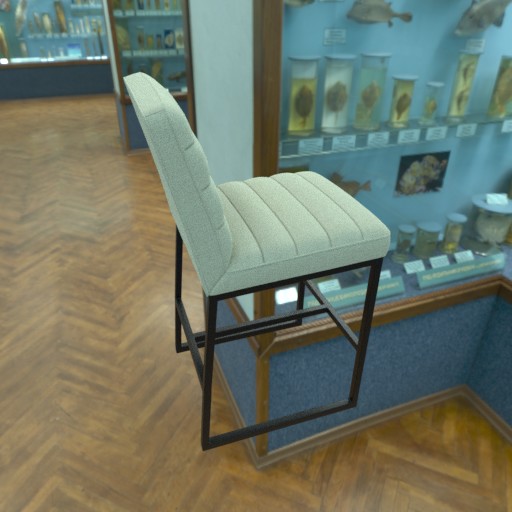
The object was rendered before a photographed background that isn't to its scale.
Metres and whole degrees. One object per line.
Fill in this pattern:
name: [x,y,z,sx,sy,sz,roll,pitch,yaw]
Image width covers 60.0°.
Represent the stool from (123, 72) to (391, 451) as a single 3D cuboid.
stool: [0.000,0.000,1.245,0.560,0.940,0.460,-10,32,-16]
